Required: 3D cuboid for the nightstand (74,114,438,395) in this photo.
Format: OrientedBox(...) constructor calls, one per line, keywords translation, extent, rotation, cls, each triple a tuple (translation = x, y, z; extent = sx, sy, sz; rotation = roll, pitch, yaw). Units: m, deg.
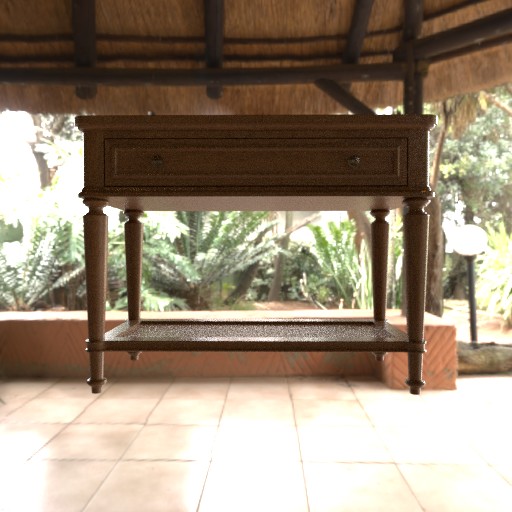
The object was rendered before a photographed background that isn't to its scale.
OrientedBox(translation=(0.000, 0.000, 1.309), extent=(0.914, 0.700, 0.432), rotation=(0, 1, 1), cls="nightstand")
